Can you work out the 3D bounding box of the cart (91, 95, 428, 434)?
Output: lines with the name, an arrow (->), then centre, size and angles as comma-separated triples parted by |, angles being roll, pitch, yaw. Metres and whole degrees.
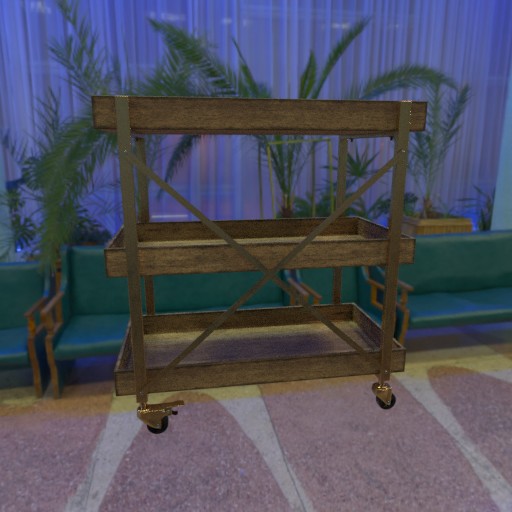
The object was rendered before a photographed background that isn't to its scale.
cart -> 0.000, 0.000, 1.241 | 0.750, 0.799, 0.416 | -2, 14, -9
